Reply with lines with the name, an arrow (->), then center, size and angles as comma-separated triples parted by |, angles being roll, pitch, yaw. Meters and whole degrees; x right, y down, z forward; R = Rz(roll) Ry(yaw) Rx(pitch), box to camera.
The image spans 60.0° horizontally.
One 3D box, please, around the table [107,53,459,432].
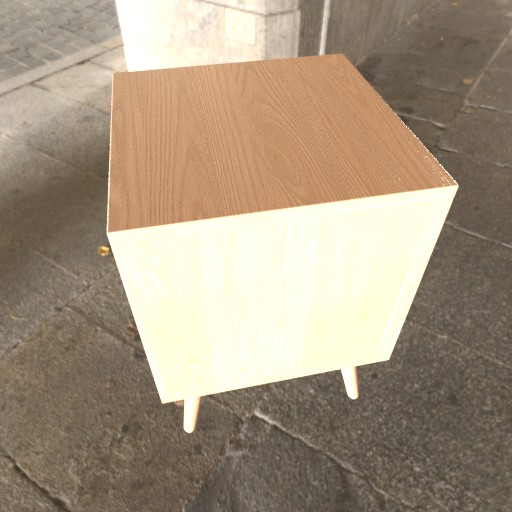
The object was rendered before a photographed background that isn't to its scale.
table -> 0.000, 0.000, 0.821 | 0.400, 0.550, 0.400 | -9, 46, -8
